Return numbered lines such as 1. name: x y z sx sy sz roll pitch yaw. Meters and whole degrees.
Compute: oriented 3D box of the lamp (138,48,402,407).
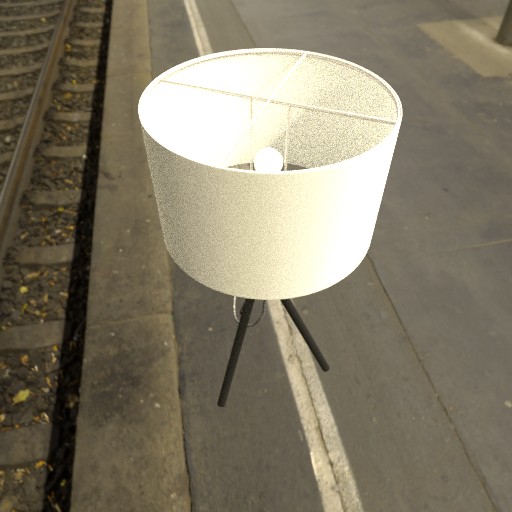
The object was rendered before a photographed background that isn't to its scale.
1. lamp: 0.000 0.000 0.866 0.353 0.674 0.422 -24 50 -22
